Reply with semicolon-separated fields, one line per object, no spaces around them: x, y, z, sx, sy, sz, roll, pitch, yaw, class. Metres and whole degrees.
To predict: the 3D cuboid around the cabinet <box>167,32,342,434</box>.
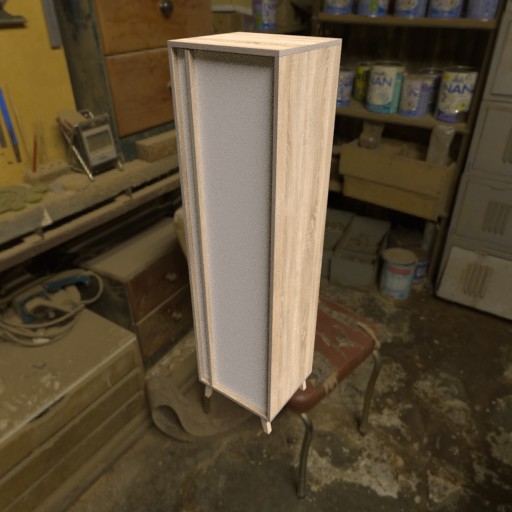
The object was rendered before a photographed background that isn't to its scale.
0.000;0.000;2.225;0.510;1.960;0.450;21;37;30;cabinet
